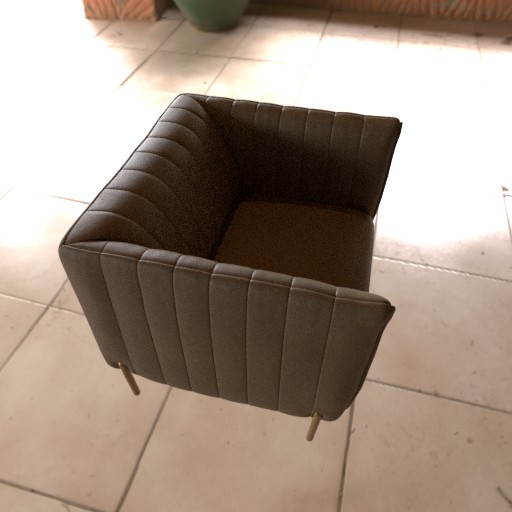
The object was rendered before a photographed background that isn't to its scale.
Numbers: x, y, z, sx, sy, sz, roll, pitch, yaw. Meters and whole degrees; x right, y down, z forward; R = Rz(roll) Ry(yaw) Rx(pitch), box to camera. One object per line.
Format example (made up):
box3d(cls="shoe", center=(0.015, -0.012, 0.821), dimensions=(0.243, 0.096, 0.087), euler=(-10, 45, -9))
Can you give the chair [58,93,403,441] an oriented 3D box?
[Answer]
box3d(cls="chair", center=(0.000, 0.000, 1.641), dimensions=(0.876, 0.779, 0.981), euler=(10, 47, 10))
